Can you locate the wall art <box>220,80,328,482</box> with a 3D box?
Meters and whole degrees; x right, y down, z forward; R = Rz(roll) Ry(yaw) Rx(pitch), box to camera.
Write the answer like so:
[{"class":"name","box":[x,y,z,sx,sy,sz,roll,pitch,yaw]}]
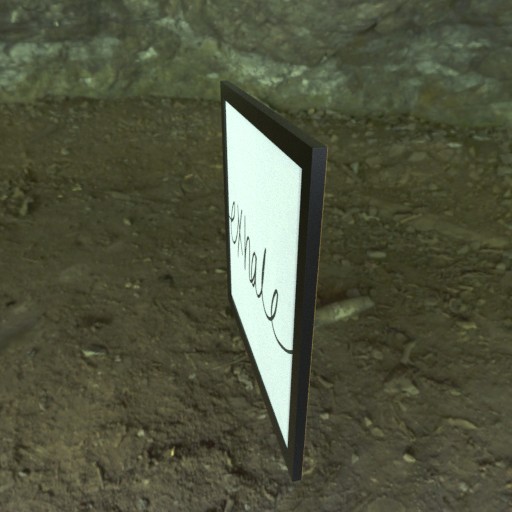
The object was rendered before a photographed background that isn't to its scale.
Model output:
[{"class":"wall art","box":[0.000,0.000,0.671,0.014,0.445,0.446,-7,29,-12]}]
